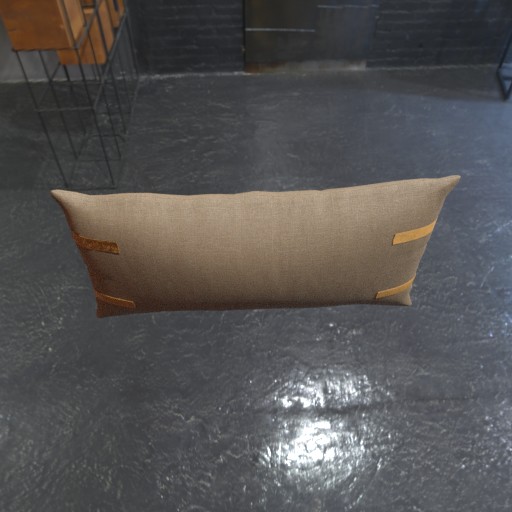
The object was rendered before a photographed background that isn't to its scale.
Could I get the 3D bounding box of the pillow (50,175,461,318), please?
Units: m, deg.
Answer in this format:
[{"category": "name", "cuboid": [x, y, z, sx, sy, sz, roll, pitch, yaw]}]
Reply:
[{"category": "pillow", "cuboid": [0.000, 0.000, 0.753, 0.612, 0.308, 0.148, -2, 46, -2]}]
